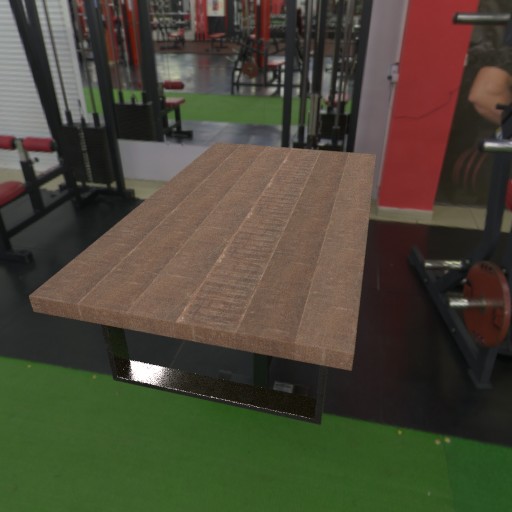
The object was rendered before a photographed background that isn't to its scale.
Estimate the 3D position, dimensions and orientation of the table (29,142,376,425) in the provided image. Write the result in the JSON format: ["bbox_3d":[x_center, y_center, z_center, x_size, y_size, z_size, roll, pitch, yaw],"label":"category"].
[{"bbox_3d":[0.000,0.000,1.710,0.800,0.440,1.400,8,31,13],"label":"table"}]
